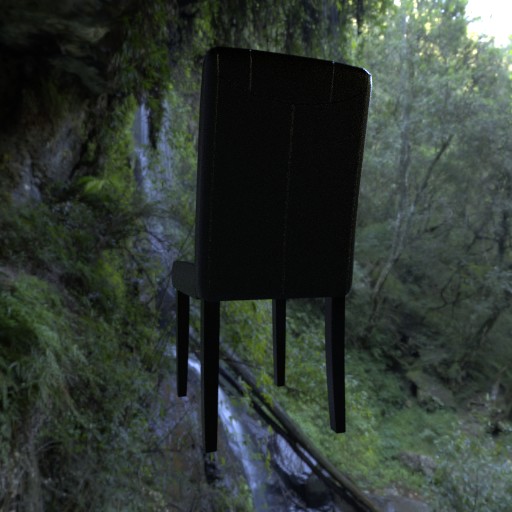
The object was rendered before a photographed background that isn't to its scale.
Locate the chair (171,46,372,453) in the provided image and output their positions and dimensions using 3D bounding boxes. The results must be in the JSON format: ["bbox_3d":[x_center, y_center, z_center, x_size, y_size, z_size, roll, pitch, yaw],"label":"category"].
[{"bbox_3d":[0.000,0.000,1.235,0.399,0.897,0.556,0,1,-19],"label":"chair"}]
